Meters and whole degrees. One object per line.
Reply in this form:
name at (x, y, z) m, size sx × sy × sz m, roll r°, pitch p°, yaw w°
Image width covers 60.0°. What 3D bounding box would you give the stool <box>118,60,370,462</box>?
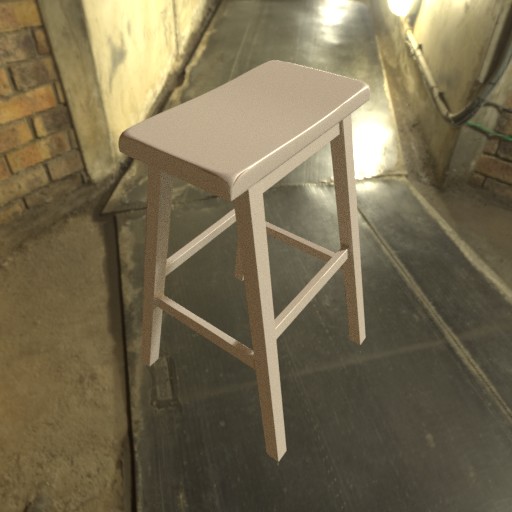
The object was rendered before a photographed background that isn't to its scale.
stool at (0.000, 0.000, 1.048) m, size 0.476 × 0.737 × 0.457 m, roll 27°, pitch 49°, yaw 26°
